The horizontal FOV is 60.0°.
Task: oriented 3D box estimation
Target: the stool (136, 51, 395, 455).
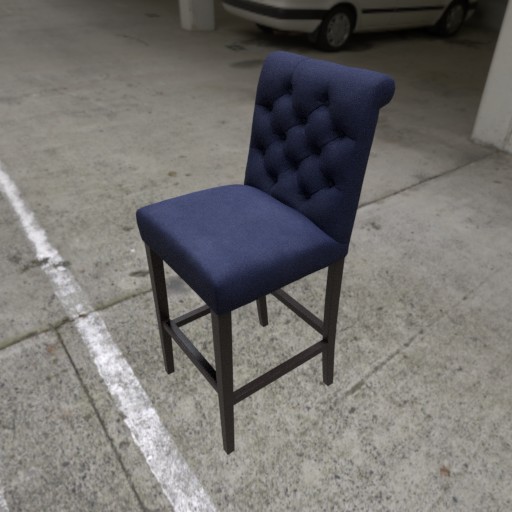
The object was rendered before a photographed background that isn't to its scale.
[{"bbox_3d":[0.000,0.000,1.457,0.601,1.140,0.493,-23,40,-30],"label":"stool"}]
